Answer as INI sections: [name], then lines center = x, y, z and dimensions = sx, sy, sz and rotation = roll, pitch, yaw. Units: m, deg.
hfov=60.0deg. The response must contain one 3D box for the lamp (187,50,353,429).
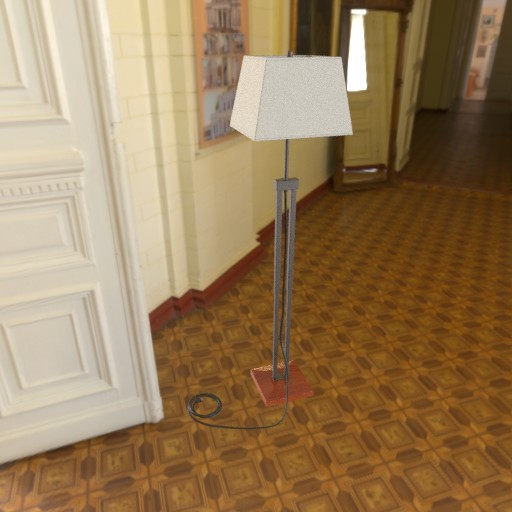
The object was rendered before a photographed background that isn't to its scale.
[lamp]
center = 0.000, 0.000, 2.038
dimensions = 0.745, 1.712, 0.472
rotation = -8, 27, -16
